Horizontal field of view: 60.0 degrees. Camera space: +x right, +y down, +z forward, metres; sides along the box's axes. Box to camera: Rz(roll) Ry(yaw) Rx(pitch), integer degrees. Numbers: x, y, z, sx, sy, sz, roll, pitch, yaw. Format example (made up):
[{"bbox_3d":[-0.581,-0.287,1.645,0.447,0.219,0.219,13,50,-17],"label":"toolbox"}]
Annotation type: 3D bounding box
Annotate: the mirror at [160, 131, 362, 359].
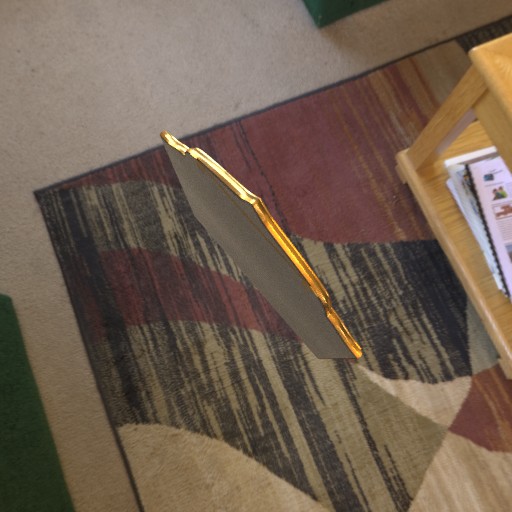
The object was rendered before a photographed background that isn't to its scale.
[{"bbox_3d":[0.000,0.000,0.880,0.018,0.635,0.513,-40,80,-8],"label":"mirror"}]
